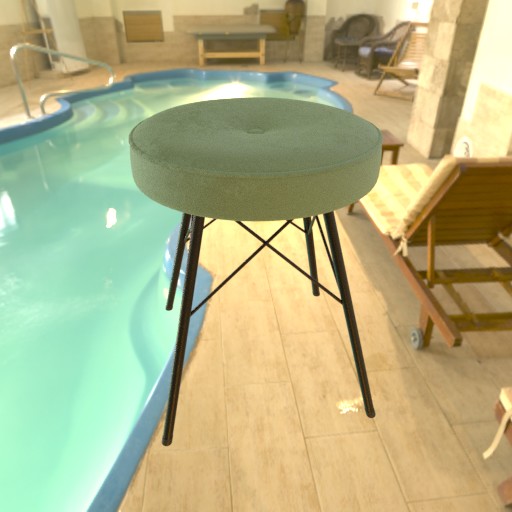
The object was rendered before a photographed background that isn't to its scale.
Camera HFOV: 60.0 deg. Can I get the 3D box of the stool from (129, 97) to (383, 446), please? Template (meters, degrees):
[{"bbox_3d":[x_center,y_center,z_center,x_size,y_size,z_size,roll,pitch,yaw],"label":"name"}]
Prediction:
[{"bbox_3d":[0.000,0.000,0.852,0.457,0.519,0.458,0,32,0],"label":"stool"}]
